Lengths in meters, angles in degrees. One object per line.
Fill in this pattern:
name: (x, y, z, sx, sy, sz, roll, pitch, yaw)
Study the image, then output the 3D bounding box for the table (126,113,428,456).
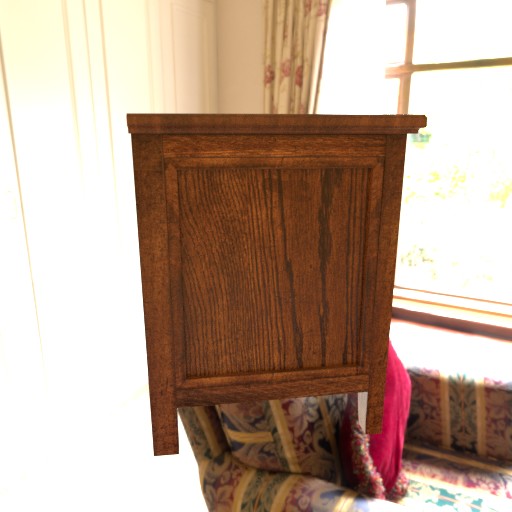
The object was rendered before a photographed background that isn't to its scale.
table: (0.000, 0.000, 1.018, 0.461, 0.597, 0.586, -2, 15, -8)
